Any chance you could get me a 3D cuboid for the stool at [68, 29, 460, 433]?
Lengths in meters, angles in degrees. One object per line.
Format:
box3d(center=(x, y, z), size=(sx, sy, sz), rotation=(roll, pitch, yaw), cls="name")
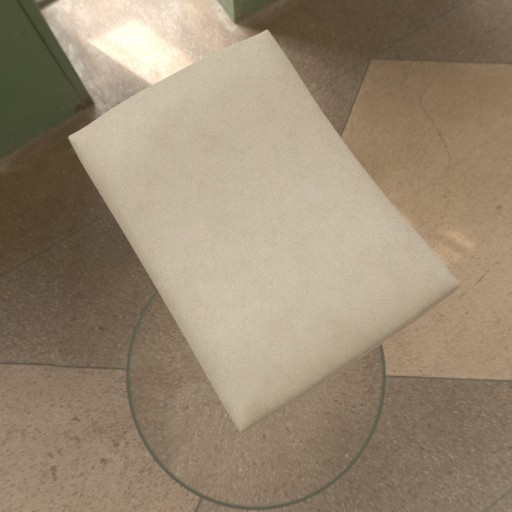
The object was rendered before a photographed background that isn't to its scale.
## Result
box3d(center=(0.000, 0.000, 0.915), size=(0.375, 0.632, 0.509), rotation=(-32, 78, -7), cls="stool")
